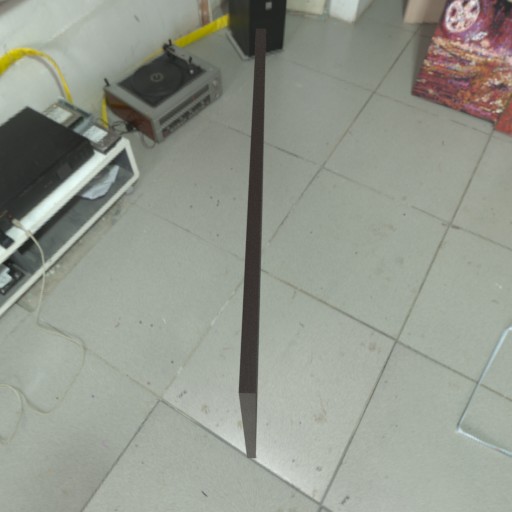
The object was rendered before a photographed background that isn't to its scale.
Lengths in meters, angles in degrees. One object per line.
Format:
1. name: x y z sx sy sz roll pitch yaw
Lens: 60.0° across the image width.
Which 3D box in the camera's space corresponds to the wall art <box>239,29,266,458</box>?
1. wall art: 0.000 0.000 1.580 0.034 0.952 1.207 1 59 1
